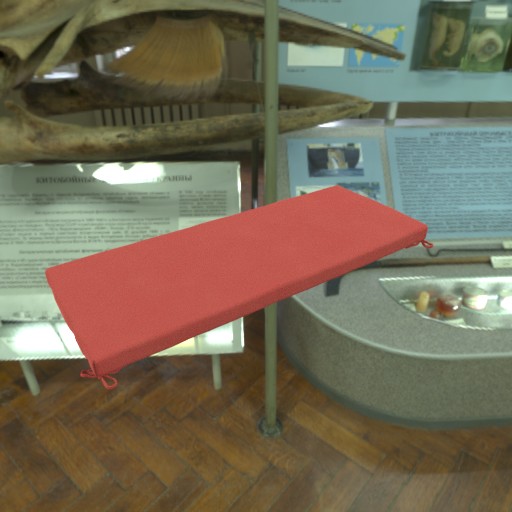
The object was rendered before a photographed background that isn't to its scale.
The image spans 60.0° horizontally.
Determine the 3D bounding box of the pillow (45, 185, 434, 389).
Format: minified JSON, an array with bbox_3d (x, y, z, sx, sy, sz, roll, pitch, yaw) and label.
[{"bbox_3d":[0.000,0.000,1.387,1.187,0.081,0.492,-19,36,-29],"label":"pillow"}]
